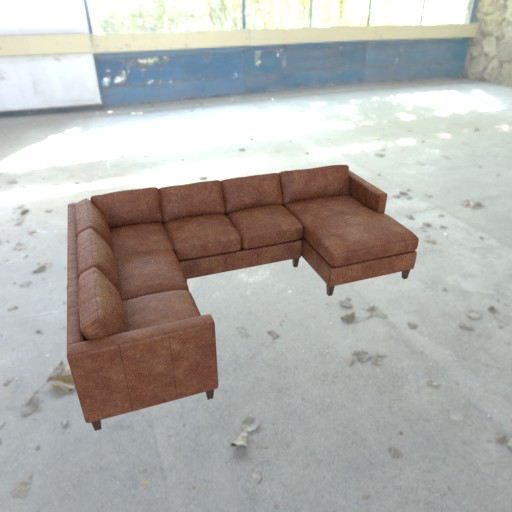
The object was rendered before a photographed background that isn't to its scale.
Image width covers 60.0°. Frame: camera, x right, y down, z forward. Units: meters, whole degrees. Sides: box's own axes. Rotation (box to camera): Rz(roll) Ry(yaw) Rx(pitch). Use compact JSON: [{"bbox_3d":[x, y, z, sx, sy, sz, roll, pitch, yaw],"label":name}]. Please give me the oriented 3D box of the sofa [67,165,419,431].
[{"bbox_3d":[0.000,0.000,4.301,3.324,0.888,2.452,-10,32,-17],"label":"sofa"}]
